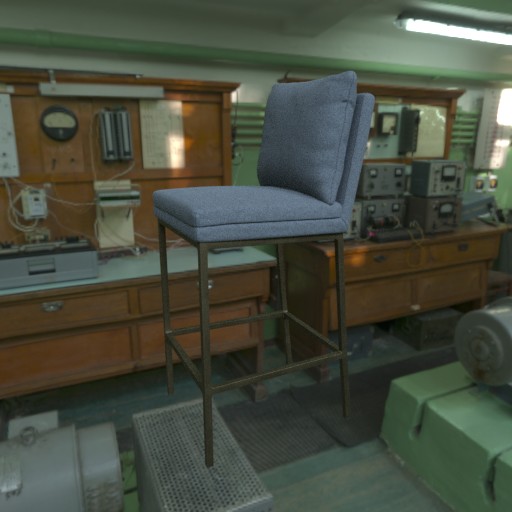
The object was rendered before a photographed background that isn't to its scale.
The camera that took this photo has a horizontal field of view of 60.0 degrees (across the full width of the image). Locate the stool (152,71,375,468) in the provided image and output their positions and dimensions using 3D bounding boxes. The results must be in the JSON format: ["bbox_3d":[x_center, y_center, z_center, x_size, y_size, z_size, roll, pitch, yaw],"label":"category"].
[{"bbox_3d":[0.000,0.000,1.470,0.569,1.130,0.463,-7,16,-25],"label":"stool"}]
